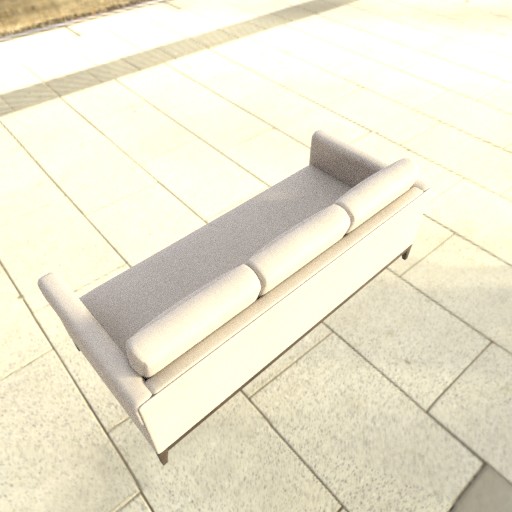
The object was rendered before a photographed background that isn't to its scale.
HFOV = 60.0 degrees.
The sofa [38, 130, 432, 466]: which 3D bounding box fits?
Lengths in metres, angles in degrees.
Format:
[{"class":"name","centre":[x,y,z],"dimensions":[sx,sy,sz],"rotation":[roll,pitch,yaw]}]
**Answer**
[{"class":"sofa","centre":[0.000,0.000,2.713],"dimensions":[2.210,0.838,0.959],"rotation":[-34,55,-28]}]
